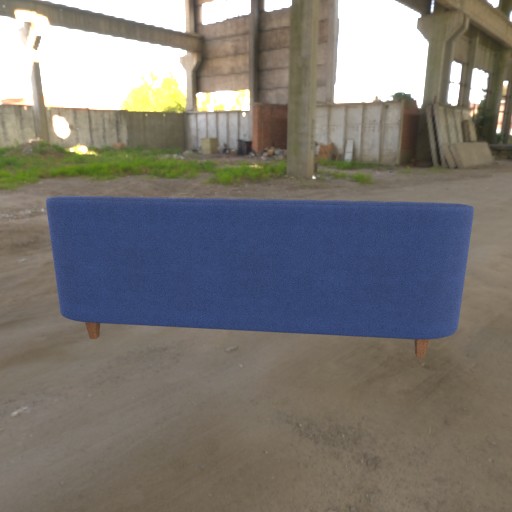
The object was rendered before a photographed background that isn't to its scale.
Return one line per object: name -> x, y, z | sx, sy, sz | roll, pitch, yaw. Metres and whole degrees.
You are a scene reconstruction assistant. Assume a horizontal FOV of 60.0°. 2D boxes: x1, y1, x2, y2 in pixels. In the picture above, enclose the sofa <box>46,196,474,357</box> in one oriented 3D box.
sofa -> 0.000, 0.000, 2.586 | 2.235, 0.787, 0.914 | 2, 16, 6
